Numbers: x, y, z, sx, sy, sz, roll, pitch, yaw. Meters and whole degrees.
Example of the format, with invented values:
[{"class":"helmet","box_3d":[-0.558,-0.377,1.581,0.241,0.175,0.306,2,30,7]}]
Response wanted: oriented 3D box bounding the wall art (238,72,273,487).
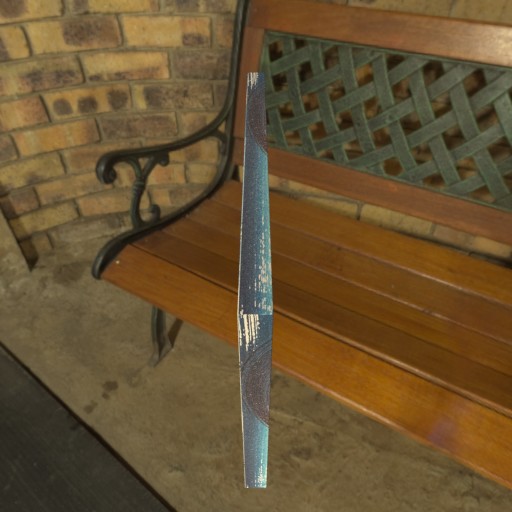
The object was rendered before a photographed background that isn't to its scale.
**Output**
[{"class":"wall art","box_3d":[0.000,0.000,0.768,0.033,0.406,0.609,0,42,0]}]
